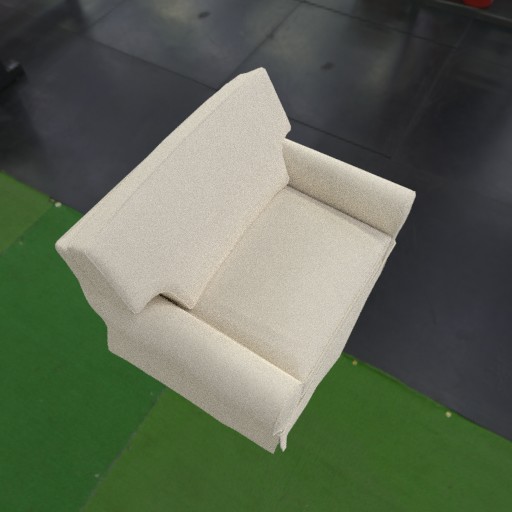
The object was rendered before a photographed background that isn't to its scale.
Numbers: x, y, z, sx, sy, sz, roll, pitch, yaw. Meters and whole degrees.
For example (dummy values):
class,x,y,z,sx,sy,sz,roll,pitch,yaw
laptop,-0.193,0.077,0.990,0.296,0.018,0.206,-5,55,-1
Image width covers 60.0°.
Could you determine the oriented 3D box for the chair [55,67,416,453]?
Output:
class,x,y,z,sx,sy,sz,roll,pitch,yaw
chair,0.000,0.000,1.742,0.904,0.958,1.099,29,63,17
